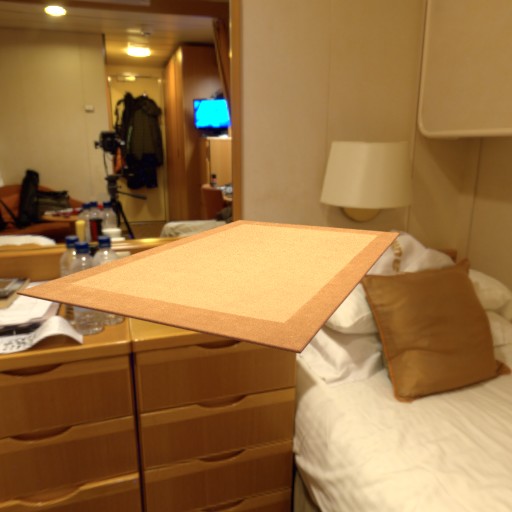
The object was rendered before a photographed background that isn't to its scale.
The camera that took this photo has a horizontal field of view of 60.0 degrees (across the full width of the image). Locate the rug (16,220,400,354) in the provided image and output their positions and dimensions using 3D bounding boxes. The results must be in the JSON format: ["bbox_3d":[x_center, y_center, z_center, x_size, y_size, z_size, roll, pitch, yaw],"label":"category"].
[{"bbox_3d":[0.000,0.000,2.983,1.524,0.014,2.438,7,16,25],"label":"rug"}]
